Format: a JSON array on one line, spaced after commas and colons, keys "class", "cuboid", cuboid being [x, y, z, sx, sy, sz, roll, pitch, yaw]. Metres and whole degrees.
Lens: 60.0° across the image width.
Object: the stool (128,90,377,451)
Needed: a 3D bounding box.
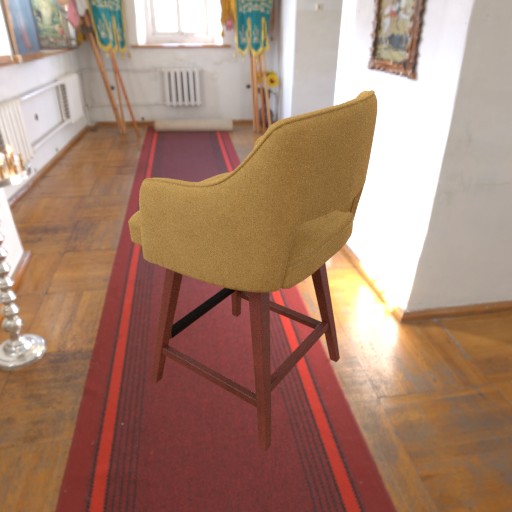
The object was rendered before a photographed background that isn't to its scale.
[{"class": "stool", "cuboid": [0.000, 0.000, 1.287, 0.558, 0.924, 0.548, 20, 35, 30]}]
